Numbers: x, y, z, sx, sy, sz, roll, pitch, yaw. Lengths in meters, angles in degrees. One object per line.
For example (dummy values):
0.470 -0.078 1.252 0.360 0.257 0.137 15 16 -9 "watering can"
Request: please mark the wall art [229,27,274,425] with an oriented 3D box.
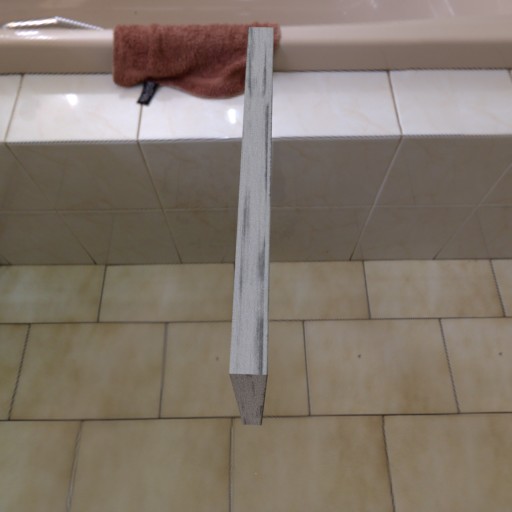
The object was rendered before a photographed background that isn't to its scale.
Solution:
0.000 0.000 0.771 0.038 0.506 0.506 1 64 1 "wall art"
